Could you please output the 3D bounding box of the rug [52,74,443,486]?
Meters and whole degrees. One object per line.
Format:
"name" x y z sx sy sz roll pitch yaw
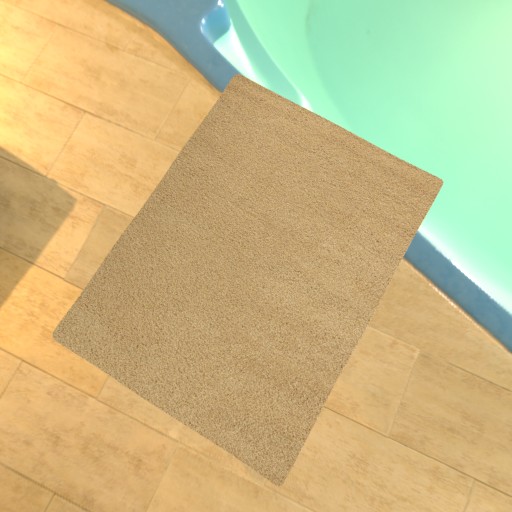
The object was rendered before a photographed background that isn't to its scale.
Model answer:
"rug" 0.000 0.000 2.087 1.199 0.025 1.600 30 78 7
